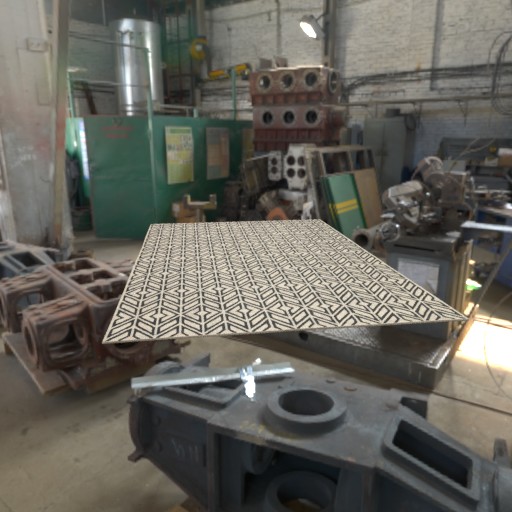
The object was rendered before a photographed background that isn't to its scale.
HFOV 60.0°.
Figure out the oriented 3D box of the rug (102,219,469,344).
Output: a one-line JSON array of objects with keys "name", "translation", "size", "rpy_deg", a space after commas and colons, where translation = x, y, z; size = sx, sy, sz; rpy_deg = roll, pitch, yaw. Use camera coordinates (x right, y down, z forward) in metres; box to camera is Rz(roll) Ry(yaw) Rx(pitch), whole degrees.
[{"name": "rug", "translation": [0.000, 0.000, 2.312], "size": [1.220, 0.007, 1.828], "rpy_deg": [-2, 16, -8]}]
